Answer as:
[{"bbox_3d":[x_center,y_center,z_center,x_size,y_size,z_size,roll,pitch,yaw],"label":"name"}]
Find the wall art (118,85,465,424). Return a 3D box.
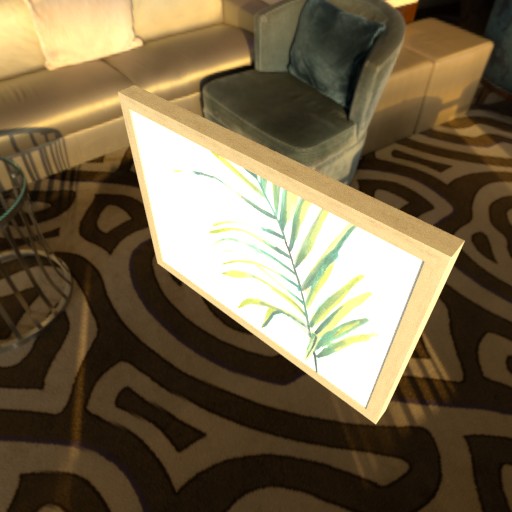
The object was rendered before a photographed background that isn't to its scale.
[{"bbox_3d":[0.000,0.000,0.697,0.532,0.380,0.032,32,54,27],"label":"wall art"}]
